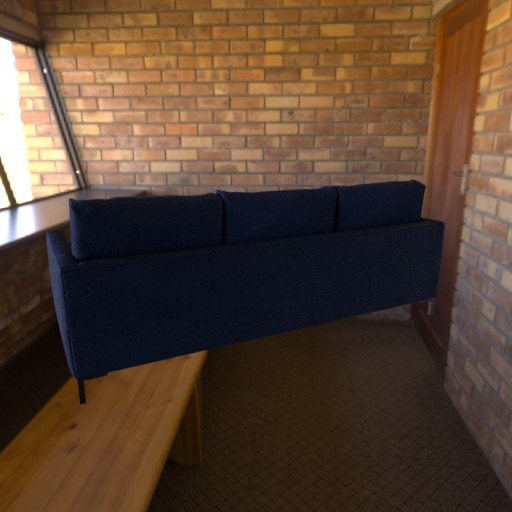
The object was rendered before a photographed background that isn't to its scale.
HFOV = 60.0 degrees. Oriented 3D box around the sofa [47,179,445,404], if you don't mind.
[{"bbox_3d":[0.000,0.000,2.676,2.252,0.879,0.875,-8,17,-27],"label":"sofa"}]
